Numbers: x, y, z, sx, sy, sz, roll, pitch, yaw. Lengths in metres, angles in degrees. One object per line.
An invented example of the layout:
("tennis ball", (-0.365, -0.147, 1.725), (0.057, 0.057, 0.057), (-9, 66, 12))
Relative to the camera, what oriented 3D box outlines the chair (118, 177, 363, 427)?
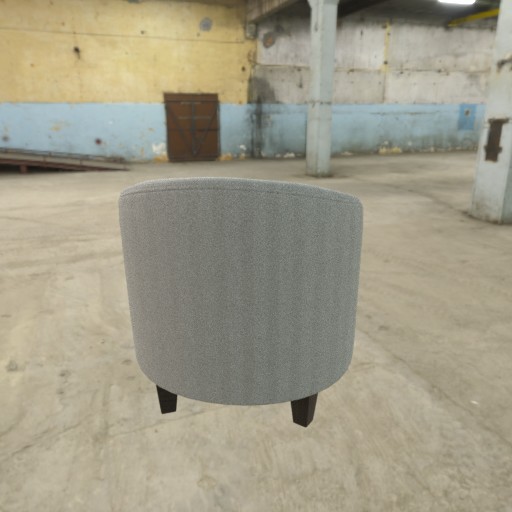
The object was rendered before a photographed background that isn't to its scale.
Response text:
("chair", (0.000, 0.000, 1.735), (0.756, 0.757, 1.288), (2, 17, 8))
